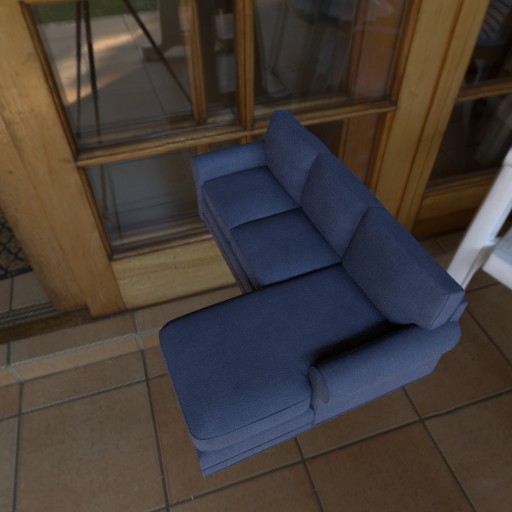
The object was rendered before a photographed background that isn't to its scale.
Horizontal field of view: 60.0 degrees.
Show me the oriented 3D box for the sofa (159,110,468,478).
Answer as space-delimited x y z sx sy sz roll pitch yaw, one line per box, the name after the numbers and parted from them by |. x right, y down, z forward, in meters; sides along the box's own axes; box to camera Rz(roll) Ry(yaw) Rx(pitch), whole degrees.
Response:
0.000 0.000 3.404 1.780 1.063 2.567 -17 49 -16 | sofa
